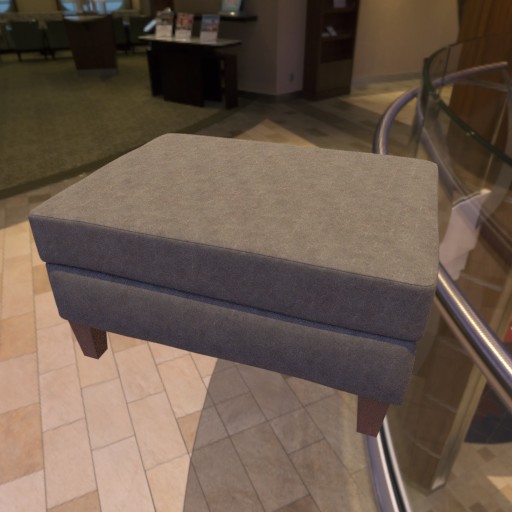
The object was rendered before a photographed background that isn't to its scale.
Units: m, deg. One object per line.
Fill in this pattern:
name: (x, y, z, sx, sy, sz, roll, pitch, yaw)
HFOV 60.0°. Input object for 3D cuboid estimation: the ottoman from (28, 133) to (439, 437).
ottoman: (0.000, 0.000, 1.178, 0.839, 0.464, 0.639, 10, 33, 16)
